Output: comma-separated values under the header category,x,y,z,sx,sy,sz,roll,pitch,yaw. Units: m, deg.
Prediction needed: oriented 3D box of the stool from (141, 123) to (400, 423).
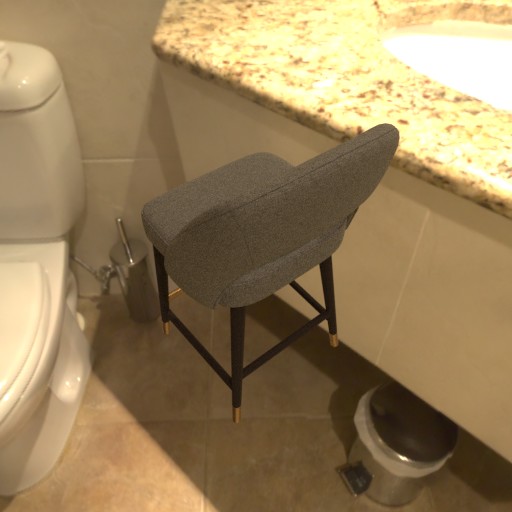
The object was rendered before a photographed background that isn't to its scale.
category,x,y,z,sx,sy,sz,roll,pitch,yaw
stool,0.000,0.000,1.259,0.536,0.925,0.524,-30,53,-26
